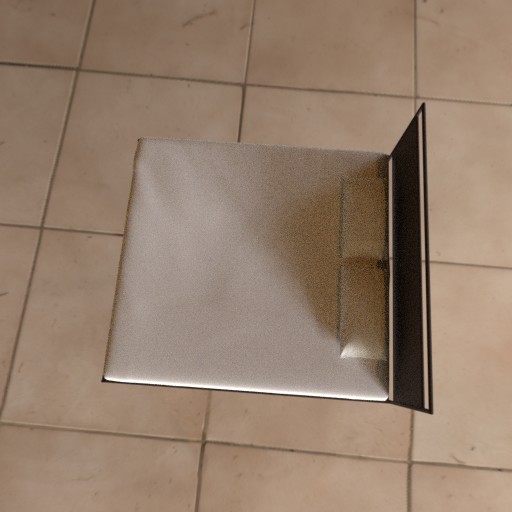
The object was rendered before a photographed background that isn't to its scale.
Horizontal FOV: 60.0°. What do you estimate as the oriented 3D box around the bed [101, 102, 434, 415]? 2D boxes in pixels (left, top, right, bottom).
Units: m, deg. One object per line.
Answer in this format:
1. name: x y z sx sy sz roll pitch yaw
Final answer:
1. bed: 0.000 0.000 3.322 2.151 1.173 1.993 4 76 1
